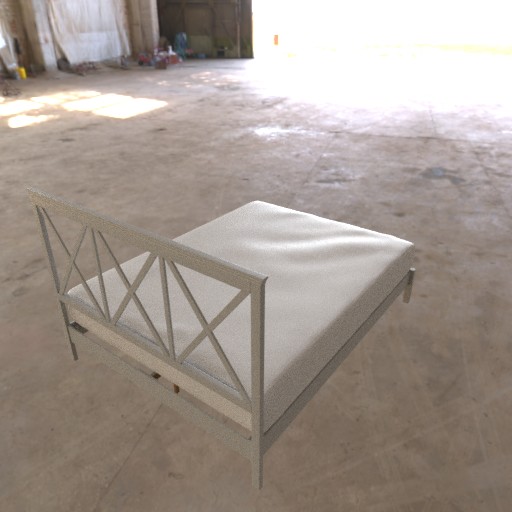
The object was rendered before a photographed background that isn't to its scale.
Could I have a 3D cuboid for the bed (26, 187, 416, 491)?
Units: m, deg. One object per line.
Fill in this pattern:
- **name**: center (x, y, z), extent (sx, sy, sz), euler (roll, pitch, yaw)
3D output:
- **bed**: center (0.000, 0.000, 3.130), extent (1.673, 1.253, 2.135), euler (20, 34, 32)
